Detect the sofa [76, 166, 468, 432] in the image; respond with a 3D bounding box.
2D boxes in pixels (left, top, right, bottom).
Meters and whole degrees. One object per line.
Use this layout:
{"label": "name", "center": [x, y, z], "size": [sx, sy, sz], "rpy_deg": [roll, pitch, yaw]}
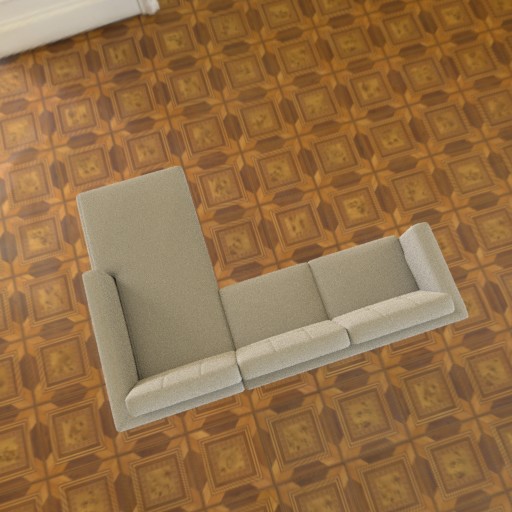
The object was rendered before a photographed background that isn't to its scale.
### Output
{"label": "sofa", "center": [0.000, 0.000, 2.840], "size": [2.040, 0.860, 1.530], "rpy_deg": [-17, 76, -4]}
